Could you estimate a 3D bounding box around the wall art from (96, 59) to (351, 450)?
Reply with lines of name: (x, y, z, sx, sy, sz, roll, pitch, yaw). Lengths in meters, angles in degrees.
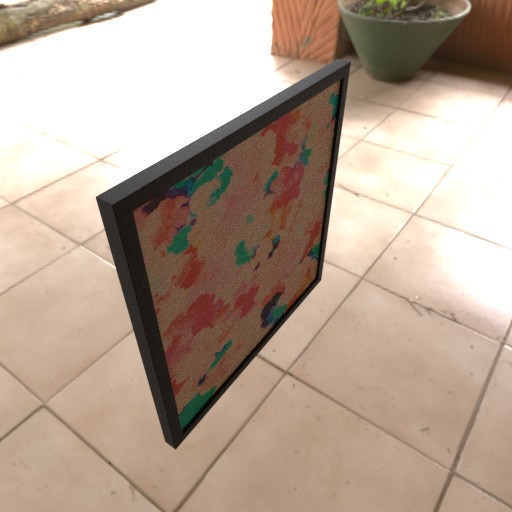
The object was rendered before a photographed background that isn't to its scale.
wall art: (0.000, 0.000, 0.452, 0.015, 0.304, 0.306, 25, 47, 26)
